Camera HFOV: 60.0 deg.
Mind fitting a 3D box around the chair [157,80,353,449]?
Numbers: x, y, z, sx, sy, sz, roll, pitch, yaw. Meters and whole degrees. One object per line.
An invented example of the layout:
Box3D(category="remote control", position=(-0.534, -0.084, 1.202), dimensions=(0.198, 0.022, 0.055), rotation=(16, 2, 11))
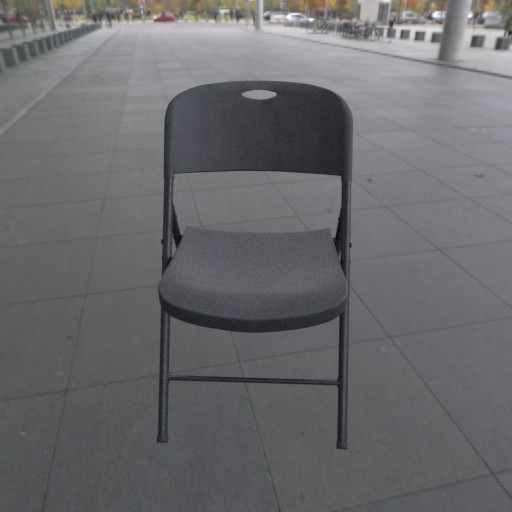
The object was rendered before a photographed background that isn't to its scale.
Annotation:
Box3D(category="chair", position=(0.000, 0.000, 1.184), dimensions=(0.494, 0.810, 0.567), rotation=(1, 29, 2))
